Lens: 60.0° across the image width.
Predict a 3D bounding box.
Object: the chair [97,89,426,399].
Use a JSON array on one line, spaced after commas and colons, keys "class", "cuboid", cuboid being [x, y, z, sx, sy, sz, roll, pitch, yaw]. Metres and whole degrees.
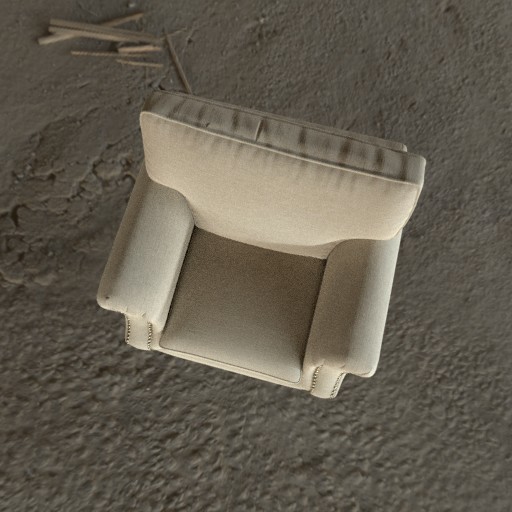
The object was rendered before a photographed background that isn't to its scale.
[{"class": "chair", "cuboid": [0.000, 0.000, 1.834, 1.092, 0.961, 0.965, 14, 76, 4]}]
